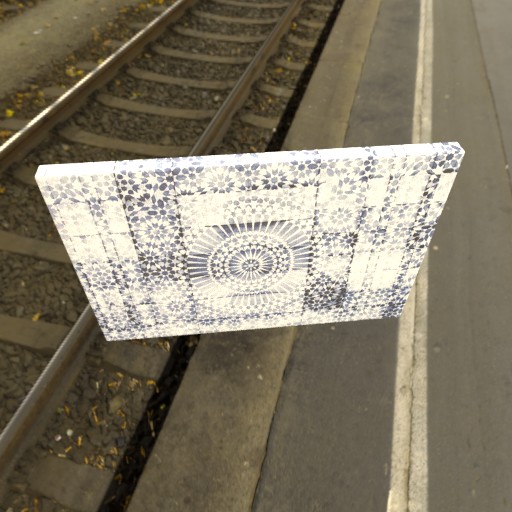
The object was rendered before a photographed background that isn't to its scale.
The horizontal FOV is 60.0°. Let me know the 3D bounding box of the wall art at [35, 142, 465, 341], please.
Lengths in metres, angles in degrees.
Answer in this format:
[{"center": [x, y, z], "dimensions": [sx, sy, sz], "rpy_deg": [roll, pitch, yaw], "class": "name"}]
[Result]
[{"center": [0.000, 0.000, 0.779], "dimensions": [0.608, 0.406, 0.030], "rpy_deg": [-4, 46, -4], "class": "wall art"}]
